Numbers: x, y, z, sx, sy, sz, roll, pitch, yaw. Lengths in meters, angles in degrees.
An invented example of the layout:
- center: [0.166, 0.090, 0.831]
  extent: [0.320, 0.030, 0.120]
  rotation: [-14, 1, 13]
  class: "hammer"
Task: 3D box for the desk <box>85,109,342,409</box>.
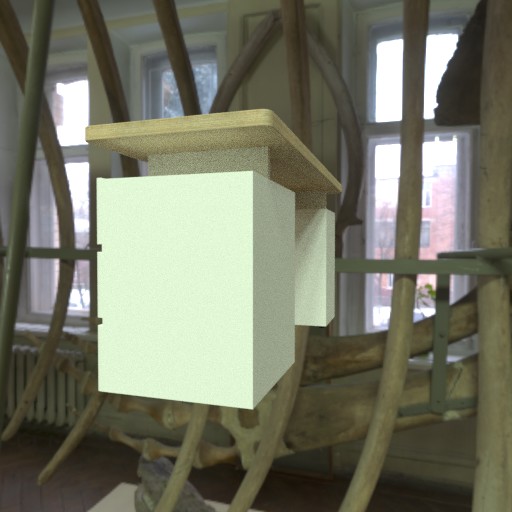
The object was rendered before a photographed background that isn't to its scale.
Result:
- center: [0.000, 0.000, 1.878]
  extent: [0.550, 0.755, 1.500]
  rotation: [0, 1, 18]
  class: "desk"
